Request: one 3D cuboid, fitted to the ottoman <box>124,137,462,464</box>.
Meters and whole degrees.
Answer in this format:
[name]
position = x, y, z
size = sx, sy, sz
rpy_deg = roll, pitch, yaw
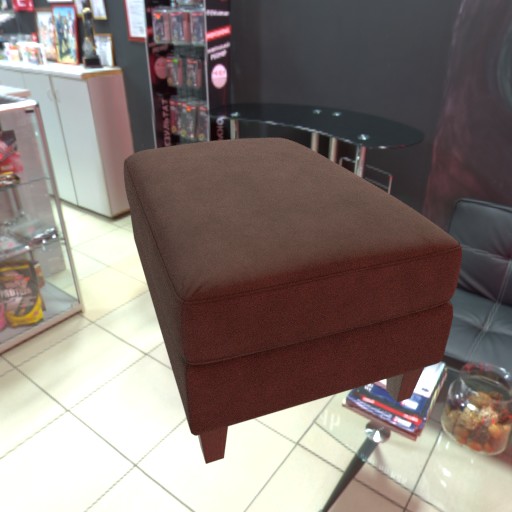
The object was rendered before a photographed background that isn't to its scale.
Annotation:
[ottoman]
position = 0.000, 0.000, 1.188
size = 0.584, 0.483, 0.864
rpy_deg = -10, 31, -18
